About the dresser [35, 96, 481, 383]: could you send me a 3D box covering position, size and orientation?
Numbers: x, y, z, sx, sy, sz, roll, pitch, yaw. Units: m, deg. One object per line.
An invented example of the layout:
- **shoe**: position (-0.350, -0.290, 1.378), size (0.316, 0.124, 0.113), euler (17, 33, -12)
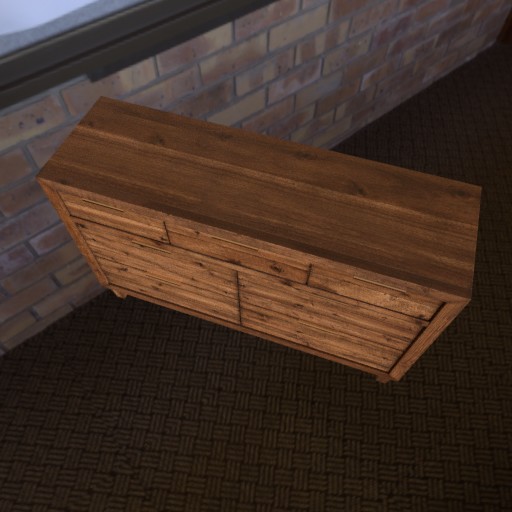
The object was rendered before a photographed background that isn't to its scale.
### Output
- **dresser**: position (0.000, 0.000, 1.815), size (1.387, 0.892, 0.438), euler (16, 59, 10)
